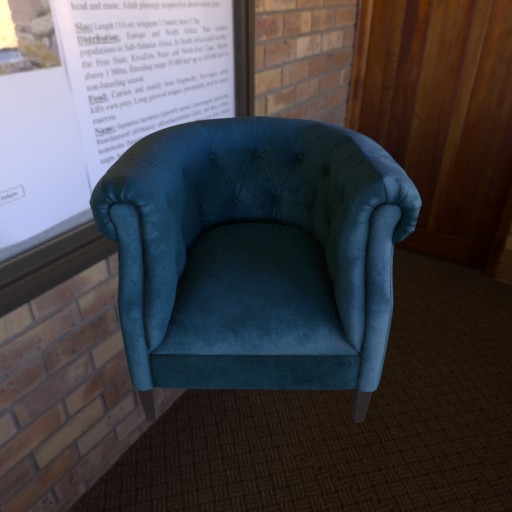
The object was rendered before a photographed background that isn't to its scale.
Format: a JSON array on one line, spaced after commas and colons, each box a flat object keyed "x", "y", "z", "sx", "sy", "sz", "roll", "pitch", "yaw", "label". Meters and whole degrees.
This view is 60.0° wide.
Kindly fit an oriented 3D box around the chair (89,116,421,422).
[{"x": 0.000, "y": 0.000, "z": 1.598, "sx": 0.904, "sy": 0.826, "sz": 0.851, "roll": 0, "pitch": 31, "yaw": 0, "label": "chair"}]
